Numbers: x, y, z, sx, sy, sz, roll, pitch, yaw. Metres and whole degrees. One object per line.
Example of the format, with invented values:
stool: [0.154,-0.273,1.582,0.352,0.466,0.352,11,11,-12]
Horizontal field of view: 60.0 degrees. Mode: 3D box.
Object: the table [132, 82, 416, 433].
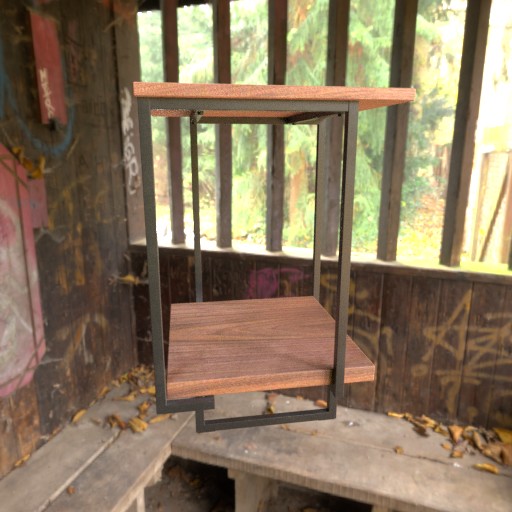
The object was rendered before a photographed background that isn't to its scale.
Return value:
table: [0.000,0.000,0.852,0.384,0.567,0.411,-2,14,-9]
